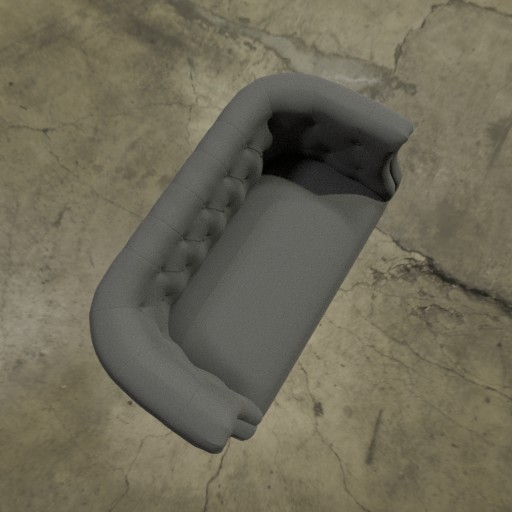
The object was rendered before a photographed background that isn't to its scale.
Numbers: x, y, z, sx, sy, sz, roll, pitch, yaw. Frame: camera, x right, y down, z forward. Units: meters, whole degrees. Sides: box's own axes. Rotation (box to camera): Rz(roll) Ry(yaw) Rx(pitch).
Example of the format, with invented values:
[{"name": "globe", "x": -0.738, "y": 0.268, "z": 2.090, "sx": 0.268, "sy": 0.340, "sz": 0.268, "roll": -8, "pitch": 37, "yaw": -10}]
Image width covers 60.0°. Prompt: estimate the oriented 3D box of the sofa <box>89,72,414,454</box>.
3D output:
[{"name": "sofa", "x": 0.000, "y": 0.000, "z": 2.082, "sx": 0.835, "sy": 0.827, "sz": 1.558, "roll": 31, "pitch": 78, "yaw": 8}]
